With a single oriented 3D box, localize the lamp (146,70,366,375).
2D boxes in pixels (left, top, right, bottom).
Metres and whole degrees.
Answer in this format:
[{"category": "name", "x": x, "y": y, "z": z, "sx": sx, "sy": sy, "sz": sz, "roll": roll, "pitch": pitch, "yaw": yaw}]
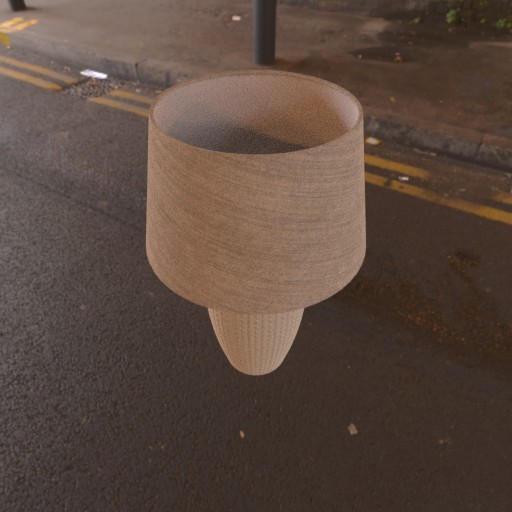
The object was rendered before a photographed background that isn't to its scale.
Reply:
[{"category": "lamp", "x": 0.000, "y": 0.000, "z": 0.835, "sx": 0.390, "sy": 0.580, "sz": 0.390, "roll": 0, "pitch": 41, "yaw": 0}]
